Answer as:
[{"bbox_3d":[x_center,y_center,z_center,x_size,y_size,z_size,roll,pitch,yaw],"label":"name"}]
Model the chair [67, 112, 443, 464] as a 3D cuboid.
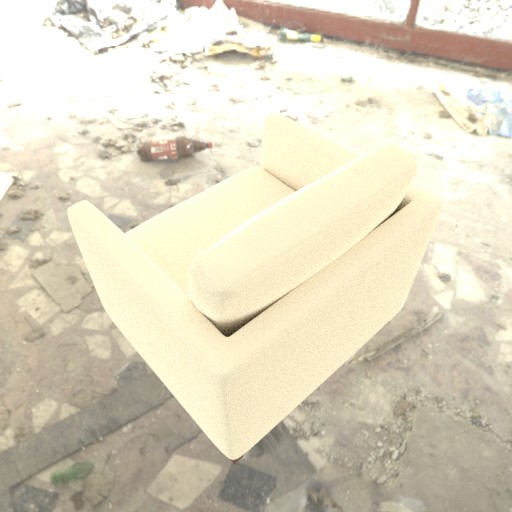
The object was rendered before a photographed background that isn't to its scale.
[{"bbox_3d":[0.000,0.000,1.686,1.019,0.885,0.878,-33,55,-28],"label":"chair"}]
